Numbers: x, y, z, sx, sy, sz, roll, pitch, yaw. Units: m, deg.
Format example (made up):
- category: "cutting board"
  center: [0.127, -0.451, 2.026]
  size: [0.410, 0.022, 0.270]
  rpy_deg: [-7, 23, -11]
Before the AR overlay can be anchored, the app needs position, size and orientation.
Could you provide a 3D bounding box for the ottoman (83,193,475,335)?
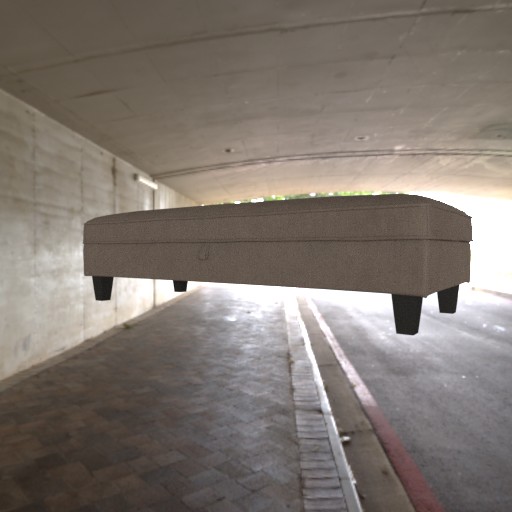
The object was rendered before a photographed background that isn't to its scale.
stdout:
- category: "ottoman"
  center: [0.000, 0.000, 2.076]
  size: [1.764, 0.470, 0.751]
  rpy_deg: [1, 1, 35]
